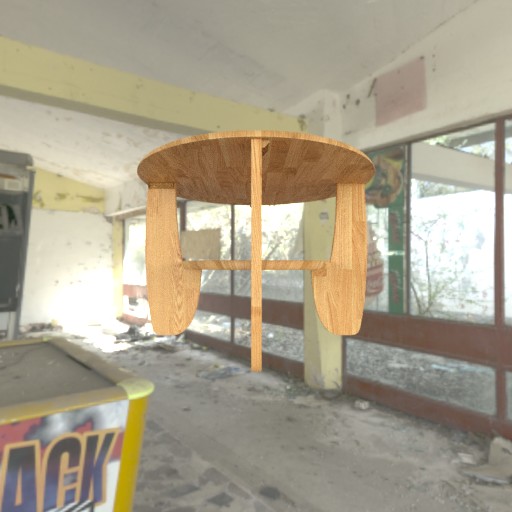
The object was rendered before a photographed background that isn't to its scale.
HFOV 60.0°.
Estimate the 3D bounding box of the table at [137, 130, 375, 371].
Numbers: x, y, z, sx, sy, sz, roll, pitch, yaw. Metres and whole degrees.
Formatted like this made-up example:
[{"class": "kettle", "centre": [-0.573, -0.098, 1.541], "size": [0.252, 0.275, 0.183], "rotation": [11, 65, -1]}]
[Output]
[{"class": "table", "centre": [0.000, 0.000, 1.381], "size": [0.690, 0.490, 1.040], "rotation": [0, -1, 0]}]
